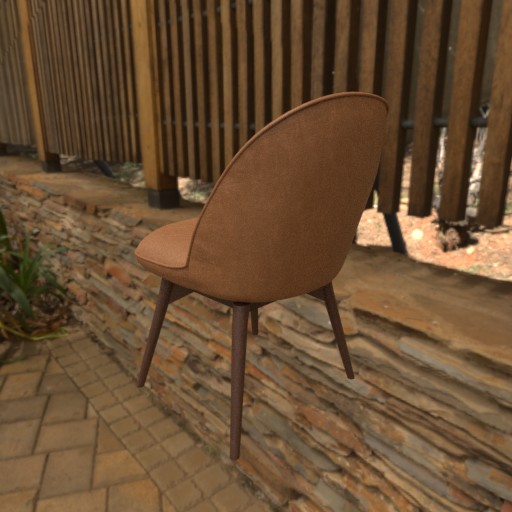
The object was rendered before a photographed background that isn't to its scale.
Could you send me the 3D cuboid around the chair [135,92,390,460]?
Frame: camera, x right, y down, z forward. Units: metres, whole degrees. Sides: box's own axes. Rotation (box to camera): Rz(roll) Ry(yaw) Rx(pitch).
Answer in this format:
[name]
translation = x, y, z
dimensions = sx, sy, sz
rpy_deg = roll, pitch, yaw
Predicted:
[chair]
translation = 0.000, 0.000, 1.237
dimensions = 0.521, 0.831, 0.631
rpy_deg = -16, 23, -43
